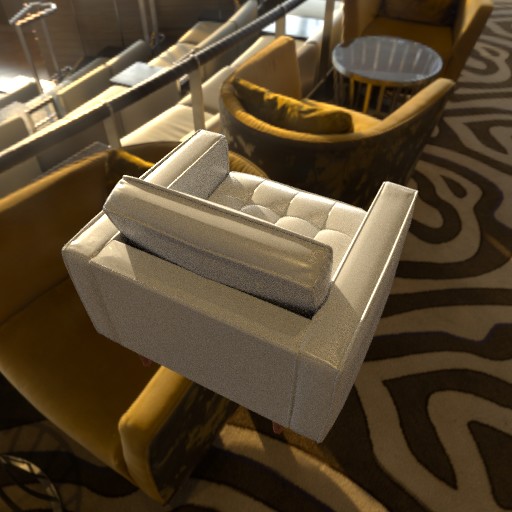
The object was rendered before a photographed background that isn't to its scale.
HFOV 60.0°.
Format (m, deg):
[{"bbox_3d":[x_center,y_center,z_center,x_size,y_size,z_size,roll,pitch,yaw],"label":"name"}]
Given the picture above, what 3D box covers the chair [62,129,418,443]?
[{"bbox_3d":[0.000,0.000,1.562,0.928,0.773,0.843,21,49,19],"label":"chair"}]
